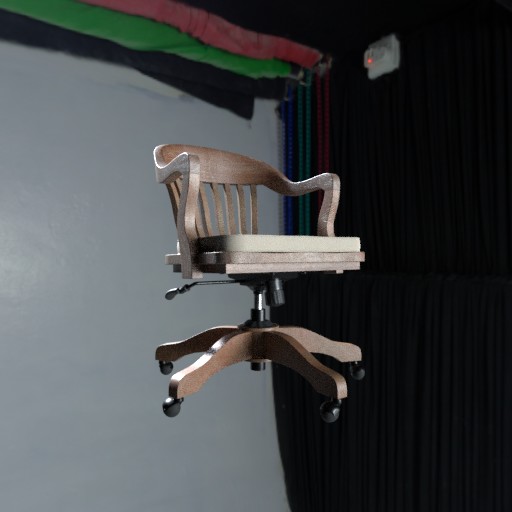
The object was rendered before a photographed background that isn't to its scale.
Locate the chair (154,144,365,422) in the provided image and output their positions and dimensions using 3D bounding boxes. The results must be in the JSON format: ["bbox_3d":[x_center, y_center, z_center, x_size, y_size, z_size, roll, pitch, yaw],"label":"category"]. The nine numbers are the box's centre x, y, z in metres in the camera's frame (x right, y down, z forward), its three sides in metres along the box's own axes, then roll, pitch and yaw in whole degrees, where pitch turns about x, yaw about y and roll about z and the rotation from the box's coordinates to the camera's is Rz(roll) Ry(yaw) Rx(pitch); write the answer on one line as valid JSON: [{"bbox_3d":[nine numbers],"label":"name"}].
[{"bbox_3d":[0.000,0.000,1.489,0.750,0.878,0.788,0,1,-36],"label":"chair"}]
